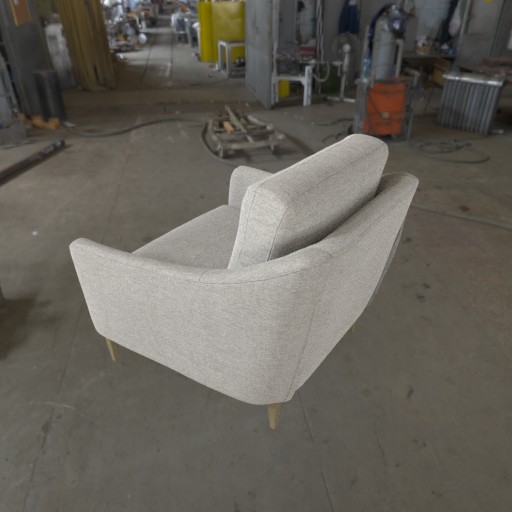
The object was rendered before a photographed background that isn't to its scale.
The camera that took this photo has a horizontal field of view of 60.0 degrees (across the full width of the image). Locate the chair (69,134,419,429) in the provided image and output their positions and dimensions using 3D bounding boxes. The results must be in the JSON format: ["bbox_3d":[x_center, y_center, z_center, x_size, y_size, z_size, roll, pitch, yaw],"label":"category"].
[{"bbox_3d":[0.000,0.000,1.725,0.961,0.902,0.986,21,37,30],"label":"chair"}]
